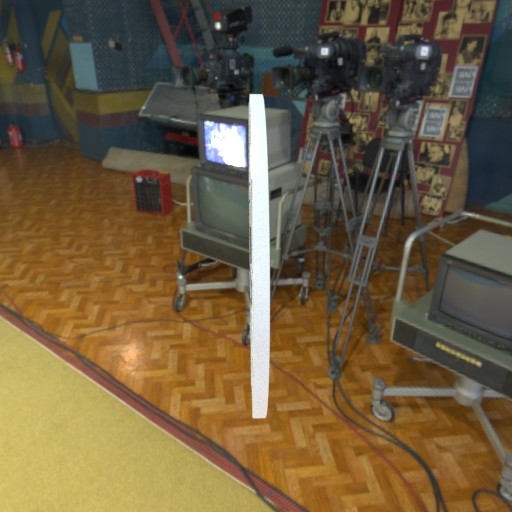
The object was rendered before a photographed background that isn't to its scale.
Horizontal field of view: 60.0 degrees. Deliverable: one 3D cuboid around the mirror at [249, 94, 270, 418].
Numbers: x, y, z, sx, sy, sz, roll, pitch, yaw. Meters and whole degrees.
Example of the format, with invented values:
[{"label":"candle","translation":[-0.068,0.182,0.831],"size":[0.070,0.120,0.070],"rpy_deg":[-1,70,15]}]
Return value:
[{"label":"mirror","translation":[0.000,0.000,1.333],"size":[0.038,0.914,0.914],"rpy_deg":[-1,26,-1]}]
